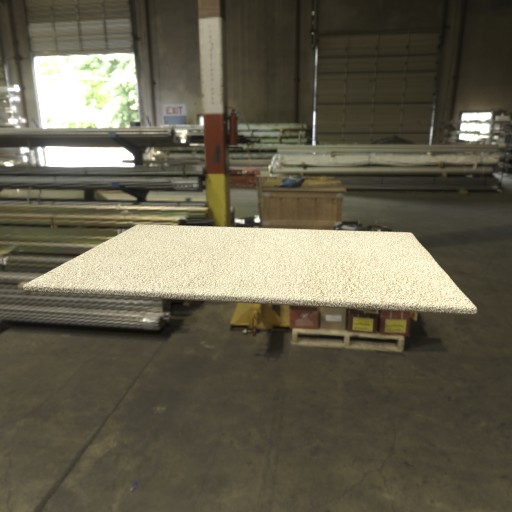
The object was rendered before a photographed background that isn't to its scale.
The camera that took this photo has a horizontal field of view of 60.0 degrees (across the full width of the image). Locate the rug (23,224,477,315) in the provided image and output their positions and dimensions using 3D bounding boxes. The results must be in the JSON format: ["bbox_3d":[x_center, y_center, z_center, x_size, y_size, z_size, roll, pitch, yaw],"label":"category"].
[{"bbox_3d":[0.000,0.000,2.283,1.778,0.030,1.219,2,16,8],"label":"rug"}]
